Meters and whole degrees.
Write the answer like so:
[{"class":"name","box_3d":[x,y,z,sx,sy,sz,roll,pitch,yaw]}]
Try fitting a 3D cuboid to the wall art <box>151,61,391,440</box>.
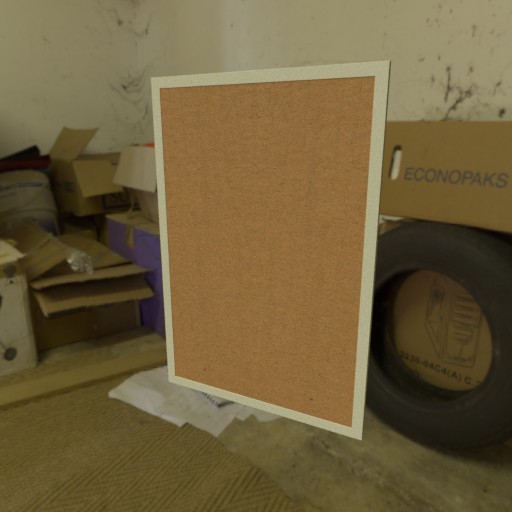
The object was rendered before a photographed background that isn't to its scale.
[{"class":"wall art","box_3d":[0.000,0.000,1.241,0.660,0.965,0.015,8,17,26]}]
